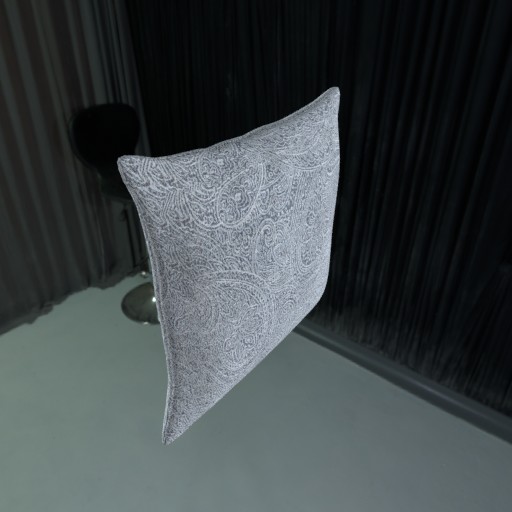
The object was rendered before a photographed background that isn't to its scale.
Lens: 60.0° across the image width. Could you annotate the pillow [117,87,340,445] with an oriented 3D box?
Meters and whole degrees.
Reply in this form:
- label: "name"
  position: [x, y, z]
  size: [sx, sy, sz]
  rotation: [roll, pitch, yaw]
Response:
- label: "pillow"
  position: [0.000, 0.000, 0.801]
  size: [0.166, 0.510, 0.523]
  rotation: [21, 37, 31]
